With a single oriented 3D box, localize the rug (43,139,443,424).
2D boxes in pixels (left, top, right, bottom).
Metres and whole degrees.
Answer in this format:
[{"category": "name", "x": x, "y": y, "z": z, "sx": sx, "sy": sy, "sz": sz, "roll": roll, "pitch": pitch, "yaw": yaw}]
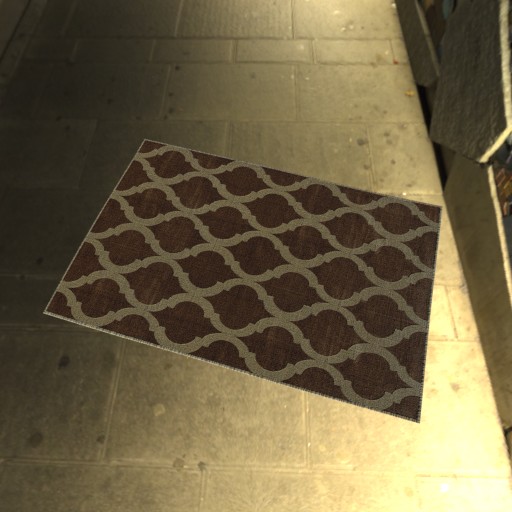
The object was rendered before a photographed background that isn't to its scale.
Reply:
[{"category": "rug", "x": 0.000, "y": 0.000, "z": 2.908, "sx": 2.284, "sy": 0.008, "sz": 1.522, "roll": 14, "pitch": 61, "yaw": 8}]
